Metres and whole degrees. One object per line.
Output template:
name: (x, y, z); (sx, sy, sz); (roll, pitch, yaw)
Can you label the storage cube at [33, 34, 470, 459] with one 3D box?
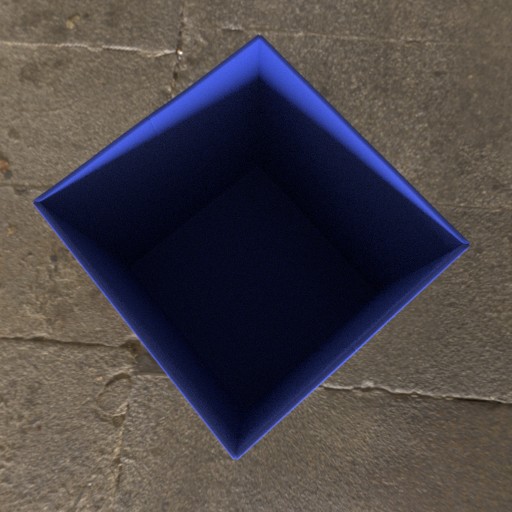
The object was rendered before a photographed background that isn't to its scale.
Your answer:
storage cube: (0.000, 0.000, 0.501); (0.270, 0.280, 0.270); (-40, 80, -9)
